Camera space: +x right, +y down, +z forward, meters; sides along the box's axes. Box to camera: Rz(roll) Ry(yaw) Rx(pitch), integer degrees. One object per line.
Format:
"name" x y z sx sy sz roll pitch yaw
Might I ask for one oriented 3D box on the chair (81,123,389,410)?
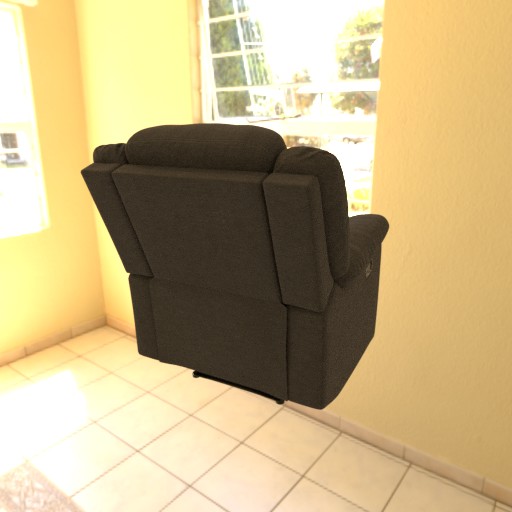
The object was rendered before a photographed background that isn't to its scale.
"chair" 0.000 0.000 1.751 0.899 1.008 0.944 9 19 27
